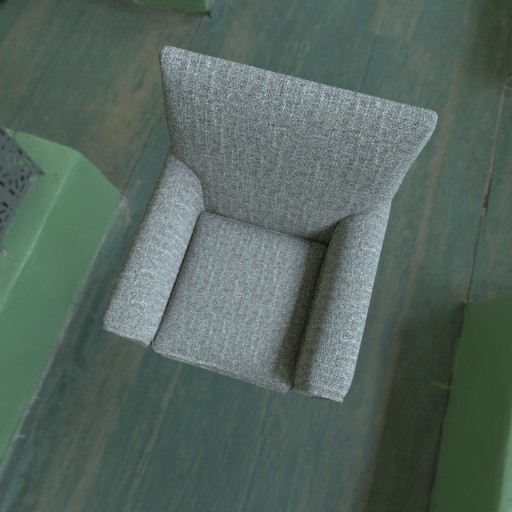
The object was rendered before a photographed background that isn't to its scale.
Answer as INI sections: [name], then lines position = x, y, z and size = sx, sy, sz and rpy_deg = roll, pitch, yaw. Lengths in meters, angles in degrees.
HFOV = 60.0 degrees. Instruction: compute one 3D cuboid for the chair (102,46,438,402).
[chair]
position = 0.000, 0.000, 1.635
size = 0.864, 0.928, 0.873
rpy_deg = 16, 73, 5
